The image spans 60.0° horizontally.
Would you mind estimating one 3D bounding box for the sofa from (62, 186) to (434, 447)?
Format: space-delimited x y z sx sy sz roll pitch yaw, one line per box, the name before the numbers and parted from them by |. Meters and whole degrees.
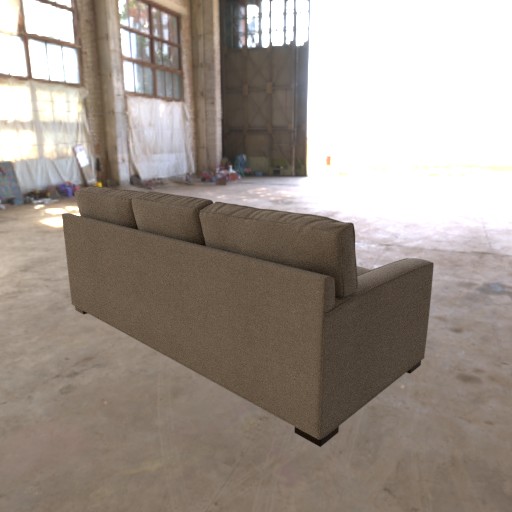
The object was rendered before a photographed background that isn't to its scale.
sofa | 0.000 0.000 2.766 2.087 0.861 1.496 13 19 42
